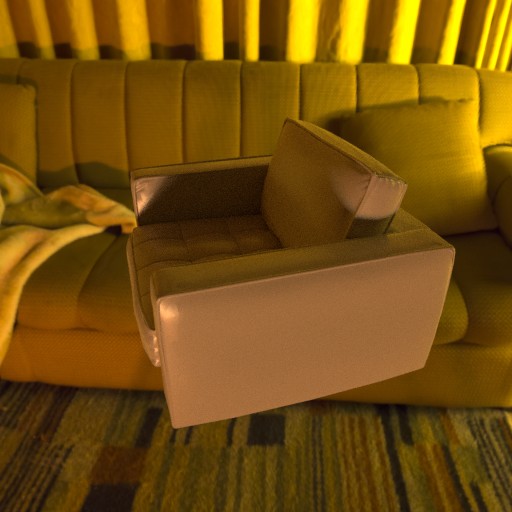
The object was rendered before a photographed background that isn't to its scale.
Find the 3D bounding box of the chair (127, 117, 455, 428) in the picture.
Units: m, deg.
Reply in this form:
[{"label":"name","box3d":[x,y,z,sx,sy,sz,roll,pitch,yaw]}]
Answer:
[{"label":"chair","box3d":[0.000,0.000,1.510,0.843,0.773,0.928,-9,31,-15]}]
